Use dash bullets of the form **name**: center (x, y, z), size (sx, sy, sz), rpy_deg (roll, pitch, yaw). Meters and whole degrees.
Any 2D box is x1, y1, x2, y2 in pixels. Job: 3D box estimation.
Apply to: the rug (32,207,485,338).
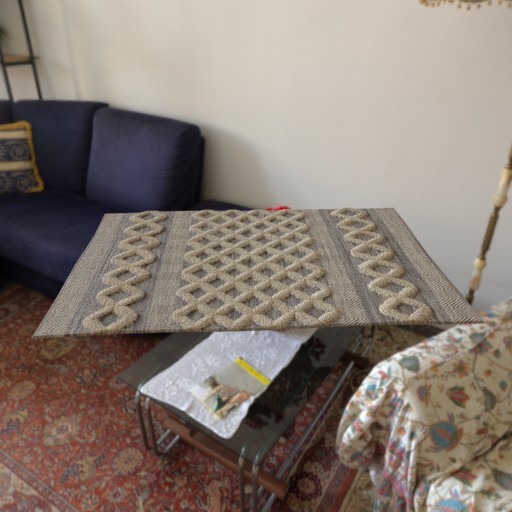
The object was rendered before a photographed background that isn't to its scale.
- **rug**: center (0.000, 0.000, 2.927), size (2.333, 0.033, 1.513), rpy_deg (-1, 30, -3)
